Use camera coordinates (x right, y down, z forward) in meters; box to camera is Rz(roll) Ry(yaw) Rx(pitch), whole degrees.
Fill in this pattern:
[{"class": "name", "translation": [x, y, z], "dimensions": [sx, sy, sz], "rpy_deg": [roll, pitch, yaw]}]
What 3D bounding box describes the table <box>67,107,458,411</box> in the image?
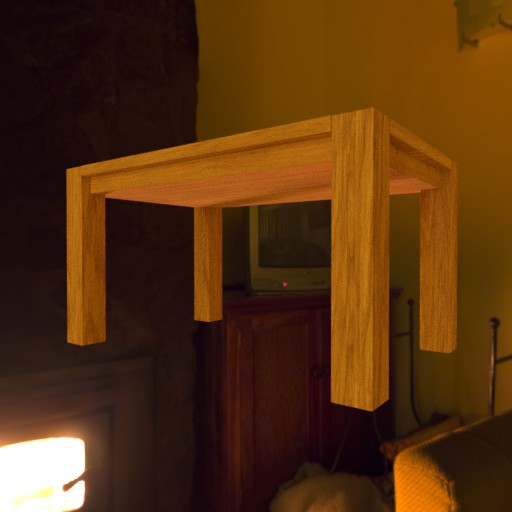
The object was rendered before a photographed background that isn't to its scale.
[{"class": "table", "translation": [0.000, 0.000, 1.883], "dimensions": [1.400, 0.760, 0.900], "rpy_deg": [1, 1, 37]}]
